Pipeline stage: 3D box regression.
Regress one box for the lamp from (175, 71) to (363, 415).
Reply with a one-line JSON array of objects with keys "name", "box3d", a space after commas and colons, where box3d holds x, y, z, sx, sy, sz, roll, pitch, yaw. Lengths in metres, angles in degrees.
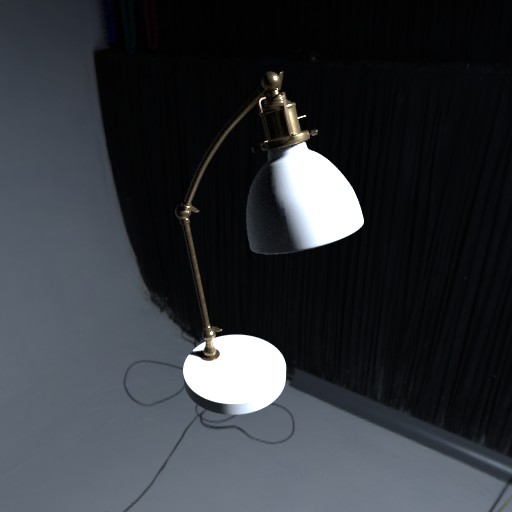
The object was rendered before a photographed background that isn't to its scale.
[{"name": "lamp", "box3d": [0.000, 0.000, 0.676, 0.317, 0.522, 0.186, 17, 31, 31]}]
